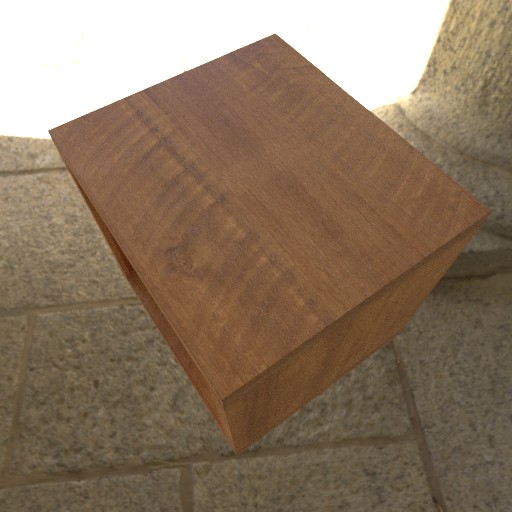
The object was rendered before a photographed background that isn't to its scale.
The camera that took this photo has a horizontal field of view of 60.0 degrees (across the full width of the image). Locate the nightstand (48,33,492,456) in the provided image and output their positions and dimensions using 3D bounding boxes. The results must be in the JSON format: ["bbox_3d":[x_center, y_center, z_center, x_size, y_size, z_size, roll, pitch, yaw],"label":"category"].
[{"bbox_3d":[0.000,0.000,0.845,0.436,0.491,0.493,-31,64,-17],"label":"nightstand"}]
